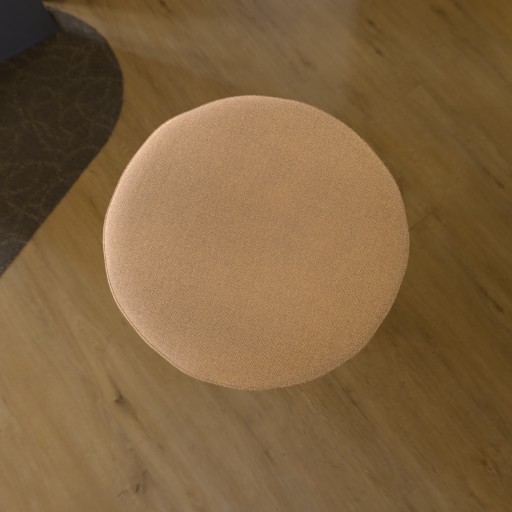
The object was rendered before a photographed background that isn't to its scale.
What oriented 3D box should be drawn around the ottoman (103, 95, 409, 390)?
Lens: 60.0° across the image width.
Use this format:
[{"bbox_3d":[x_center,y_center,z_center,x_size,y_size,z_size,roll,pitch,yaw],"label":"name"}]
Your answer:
[{"bbox_3d":[0.000,0.000,0.878,0.497,0.409,0.497,0,76,0],"label":"ottoman"}]
